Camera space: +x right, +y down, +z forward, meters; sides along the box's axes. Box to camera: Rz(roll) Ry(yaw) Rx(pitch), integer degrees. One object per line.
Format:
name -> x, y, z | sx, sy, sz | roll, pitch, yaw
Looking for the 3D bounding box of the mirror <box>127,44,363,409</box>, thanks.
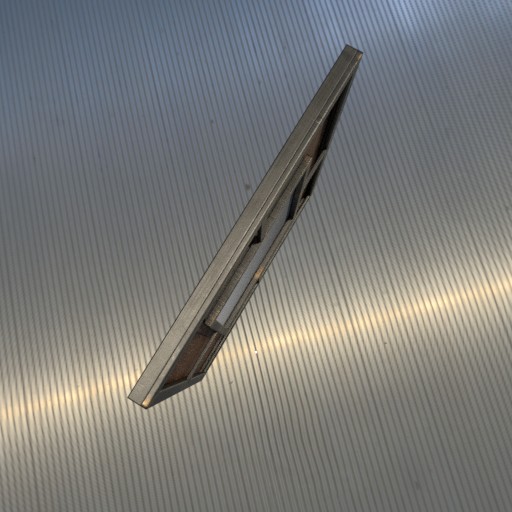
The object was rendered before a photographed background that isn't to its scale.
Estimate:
mirror -> 0.000, 0.000, 0.580 | 0.020, 0.381, 0.382 | 30, 79, 6
